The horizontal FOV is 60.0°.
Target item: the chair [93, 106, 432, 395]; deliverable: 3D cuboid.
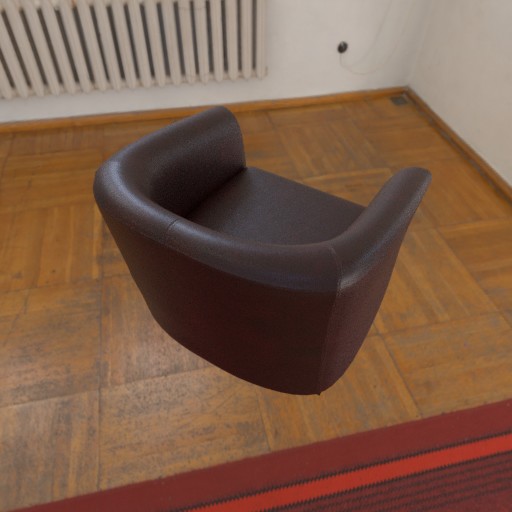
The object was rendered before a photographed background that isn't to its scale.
[{"bbox_3d":[0.000,0.000,1.389,0.792,0.756,0.727,24,50,22],"label":"chair"}]
